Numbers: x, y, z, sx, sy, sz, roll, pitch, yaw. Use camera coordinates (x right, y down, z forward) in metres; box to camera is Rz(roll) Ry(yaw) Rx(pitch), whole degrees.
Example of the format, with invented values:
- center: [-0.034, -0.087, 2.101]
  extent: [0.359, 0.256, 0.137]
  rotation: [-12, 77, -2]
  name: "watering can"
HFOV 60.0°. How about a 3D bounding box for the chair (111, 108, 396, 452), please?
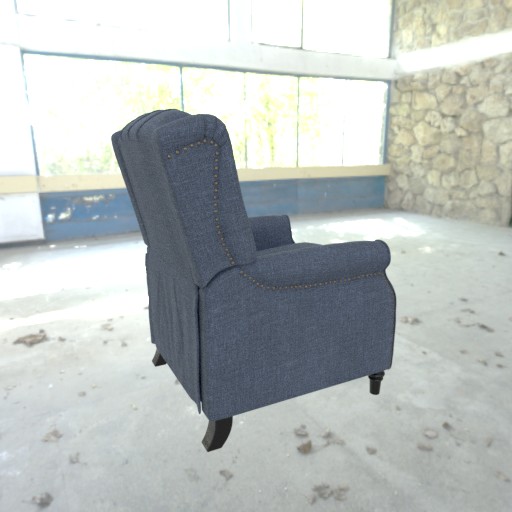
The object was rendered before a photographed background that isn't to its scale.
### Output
- center: [0.000, 0.000, 1.680]
  extent: [0.898, 1.035, 0.742]
  rotation: [-7, 16, -27]
  name: "chair"
